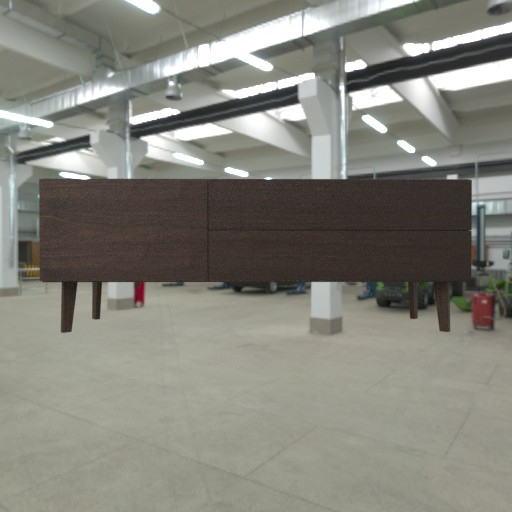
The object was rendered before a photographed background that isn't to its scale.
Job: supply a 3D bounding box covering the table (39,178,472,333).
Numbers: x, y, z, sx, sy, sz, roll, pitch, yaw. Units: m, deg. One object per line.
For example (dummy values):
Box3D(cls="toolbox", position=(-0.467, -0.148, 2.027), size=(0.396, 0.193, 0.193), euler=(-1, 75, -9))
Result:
Box3D(cls="table", position=(0.000, 0.000, 1.635), size=(1.397, 0.508, 0.405), euler=(0, 1, -1))
